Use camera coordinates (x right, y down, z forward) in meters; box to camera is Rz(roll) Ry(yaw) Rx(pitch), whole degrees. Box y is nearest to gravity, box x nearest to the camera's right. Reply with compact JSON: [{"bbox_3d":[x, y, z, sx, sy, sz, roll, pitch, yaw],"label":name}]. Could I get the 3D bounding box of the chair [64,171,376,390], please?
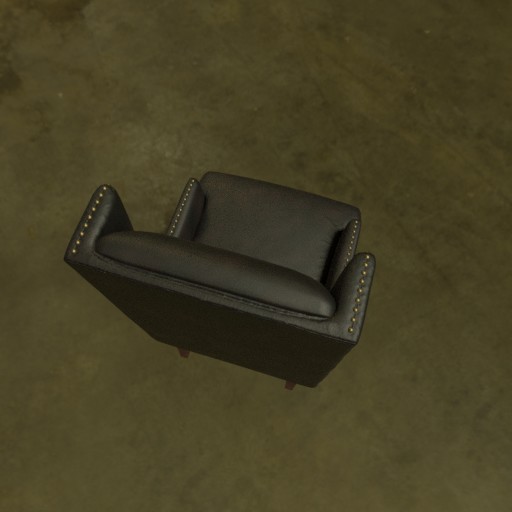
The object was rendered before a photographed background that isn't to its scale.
[{"bbox_3d":[0.000,0.000,1.611,0.703,1.142,0.799,15,64,7],"label":"chair"}]
